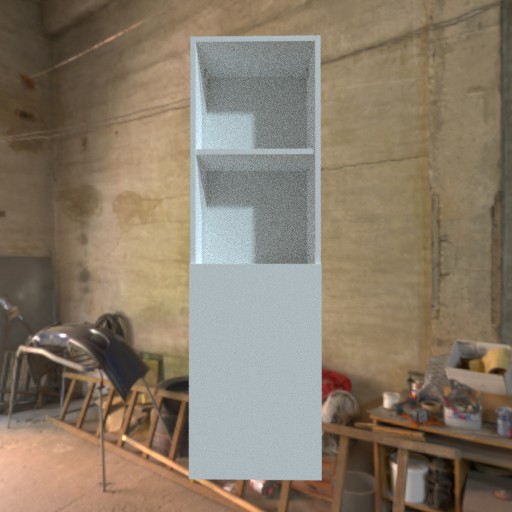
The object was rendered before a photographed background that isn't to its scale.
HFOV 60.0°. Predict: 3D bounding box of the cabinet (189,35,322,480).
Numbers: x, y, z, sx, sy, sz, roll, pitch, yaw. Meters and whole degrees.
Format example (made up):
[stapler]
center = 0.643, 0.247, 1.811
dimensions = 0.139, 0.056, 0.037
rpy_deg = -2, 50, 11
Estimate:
[cabinet]
center = 0.000, 0.000, 1.490
dimensions = 0.400, 1.350, 0.300
rpy_deg = 0, 0, 1
